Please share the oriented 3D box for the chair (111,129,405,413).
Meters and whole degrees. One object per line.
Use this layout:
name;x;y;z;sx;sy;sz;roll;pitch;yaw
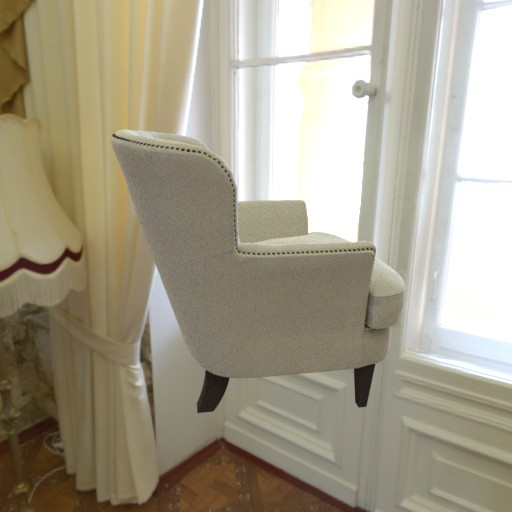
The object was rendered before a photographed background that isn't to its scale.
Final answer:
chair;0.000;0.000;1.576;0.906;0.868;0.848;-3;17;-9
